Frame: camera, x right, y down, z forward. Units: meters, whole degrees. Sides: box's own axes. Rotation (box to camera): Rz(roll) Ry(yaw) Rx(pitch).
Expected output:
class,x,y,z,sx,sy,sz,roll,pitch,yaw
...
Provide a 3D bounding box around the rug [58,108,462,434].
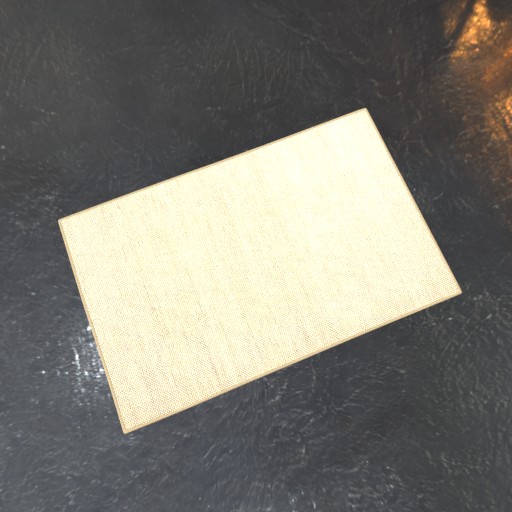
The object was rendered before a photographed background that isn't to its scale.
class,x,y,z,sx,sy,sz,roll,pitch,yaw
rug,0.000,0.000,2.124,1.667,0.013,1.062,-21,77,-5
